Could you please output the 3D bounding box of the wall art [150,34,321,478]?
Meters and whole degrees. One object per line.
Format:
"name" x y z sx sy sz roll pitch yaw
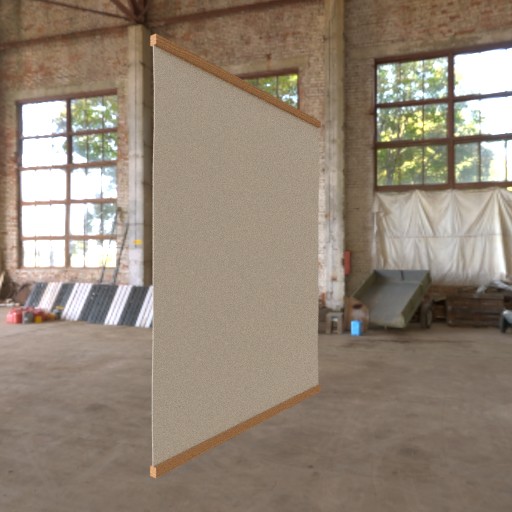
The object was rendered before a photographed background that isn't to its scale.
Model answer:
"wall art" 0.000 0.000 0.672 0.010 0.507 0.404 0 0 36
